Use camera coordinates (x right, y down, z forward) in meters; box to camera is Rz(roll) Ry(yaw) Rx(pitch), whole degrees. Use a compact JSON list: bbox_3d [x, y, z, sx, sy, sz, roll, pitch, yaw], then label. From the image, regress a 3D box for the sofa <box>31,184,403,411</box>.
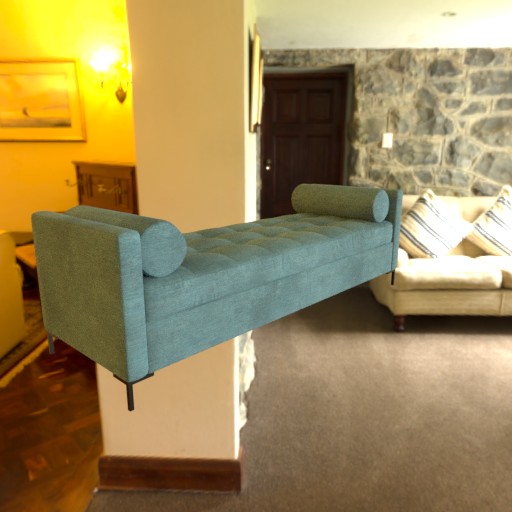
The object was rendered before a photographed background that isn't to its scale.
[{"bbox_3d":[0.000,0.000,2.354,0.686,0.635,1.981,12,18,41],"label":"sofa"}]
